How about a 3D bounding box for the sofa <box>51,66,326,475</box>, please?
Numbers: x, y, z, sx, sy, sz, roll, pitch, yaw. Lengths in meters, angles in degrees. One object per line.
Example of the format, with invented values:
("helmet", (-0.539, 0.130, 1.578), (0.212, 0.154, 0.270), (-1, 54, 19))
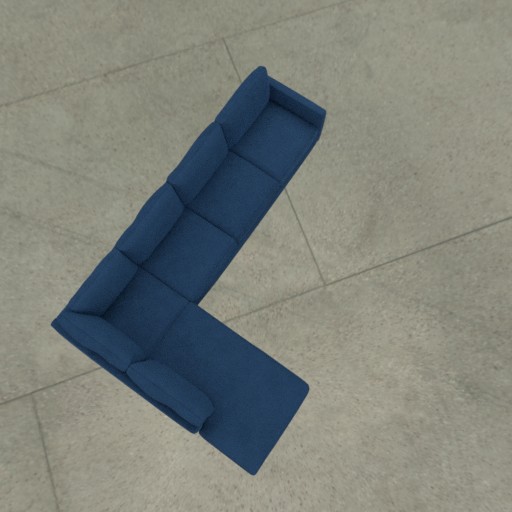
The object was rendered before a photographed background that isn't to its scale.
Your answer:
("sofa", (0.000, 0.000, 3.866), (2.007, 0.815, 2.949), (34, 78, 8))
